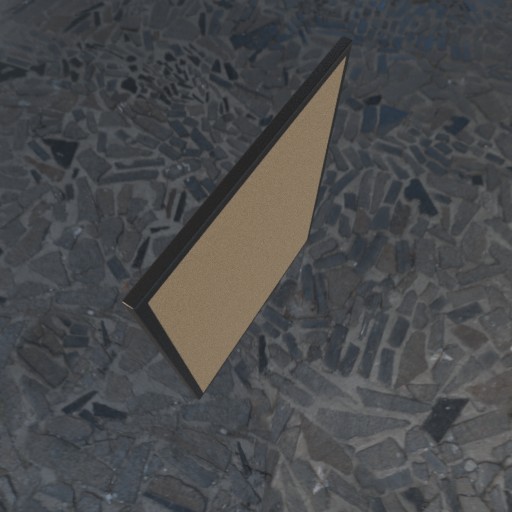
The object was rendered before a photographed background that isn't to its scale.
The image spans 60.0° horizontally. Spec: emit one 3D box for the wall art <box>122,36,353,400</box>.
[{"bbox_3d":[0.000,0.000,0.799,0.018,0.582,0.481,30,67,14],"label":"wall art"}]
